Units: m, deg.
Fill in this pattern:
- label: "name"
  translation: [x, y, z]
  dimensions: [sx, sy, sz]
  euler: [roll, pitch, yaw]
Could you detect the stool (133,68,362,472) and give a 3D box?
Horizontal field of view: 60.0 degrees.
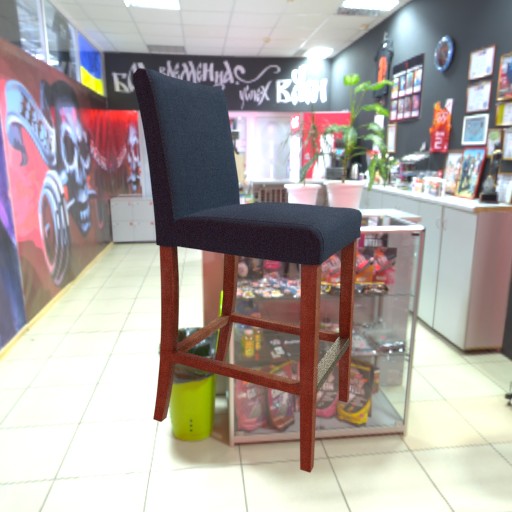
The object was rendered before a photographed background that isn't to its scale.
- label: "stool"
  translation: [0.000, 0.000, 1.404]
  dimensions: [0.574, 1.088, 0.454]
  euler: [6, 15, 25]
